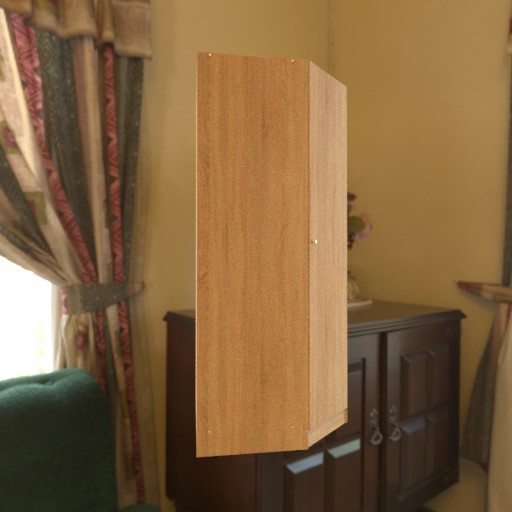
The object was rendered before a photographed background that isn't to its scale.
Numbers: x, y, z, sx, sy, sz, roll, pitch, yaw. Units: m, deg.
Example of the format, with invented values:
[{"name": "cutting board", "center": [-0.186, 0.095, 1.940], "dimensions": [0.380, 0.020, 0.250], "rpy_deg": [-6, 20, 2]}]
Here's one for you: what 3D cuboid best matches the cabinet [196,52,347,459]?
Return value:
[{"name": "cabinet", "center": [0.000, 0.000, 2.900], "dimensions": [1.094, 2.120, 1.327], "rpy_deg": [0, -1, 37]}]
